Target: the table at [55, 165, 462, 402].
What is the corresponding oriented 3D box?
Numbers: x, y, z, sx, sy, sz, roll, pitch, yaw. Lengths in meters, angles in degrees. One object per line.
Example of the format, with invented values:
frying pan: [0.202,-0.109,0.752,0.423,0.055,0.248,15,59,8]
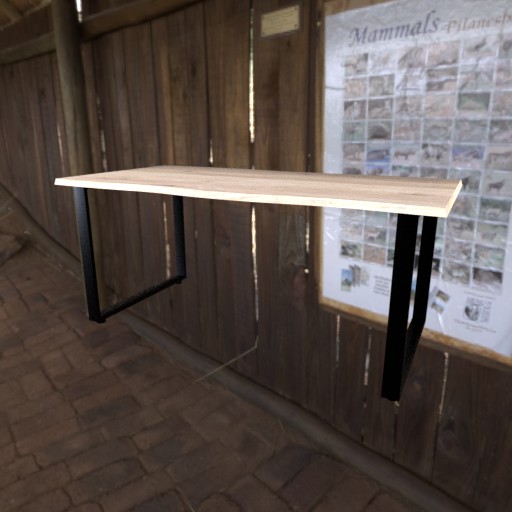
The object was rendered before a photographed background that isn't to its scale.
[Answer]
table: [0.000,0.000,2.271,1.800,0.780,0.900,8,18,26]
